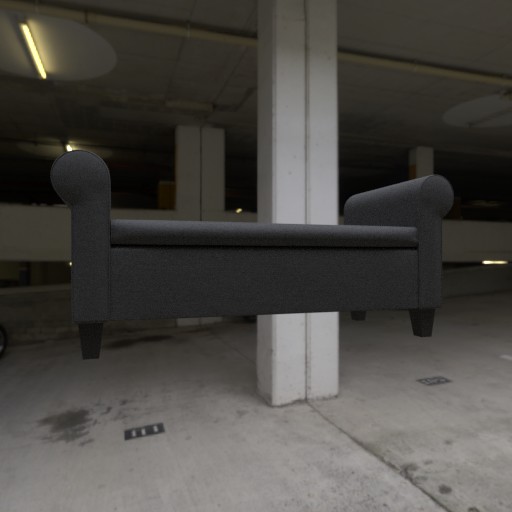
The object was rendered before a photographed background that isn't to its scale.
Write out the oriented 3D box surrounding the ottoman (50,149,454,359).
[{"bbox_3d":[0.000,0.000,1.550,1.256,0.547,0.521,0,0,-18],"label":"ottoman"}]
